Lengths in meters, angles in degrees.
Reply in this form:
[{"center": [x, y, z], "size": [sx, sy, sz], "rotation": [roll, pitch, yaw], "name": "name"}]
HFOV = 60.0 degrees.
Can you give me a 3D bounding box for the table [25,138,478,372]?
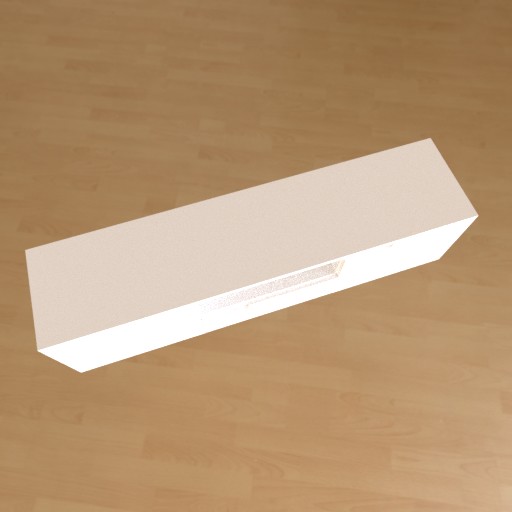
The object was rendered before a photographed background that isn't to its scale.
[{"center": [0.000, 0.000, 1.842], "size": [1.650, 0.420, 0.390], "rotation": [-17, 66, -7], "name": "table"}]
